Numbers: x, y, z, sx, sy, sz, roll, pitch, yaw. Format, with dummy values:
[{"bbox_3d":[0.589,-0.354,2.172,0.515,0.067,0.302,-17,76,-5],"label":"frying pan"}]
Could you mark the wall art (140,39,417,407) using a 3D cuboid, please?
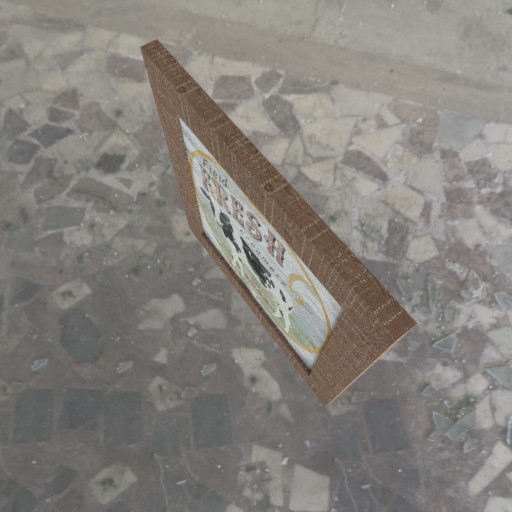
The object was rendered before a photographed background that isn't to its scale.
[{"bbox_3d":[0.000,0.000,0.788,0.029,0.531,0.531,-33,69,-15],"label":"wall art"}]
